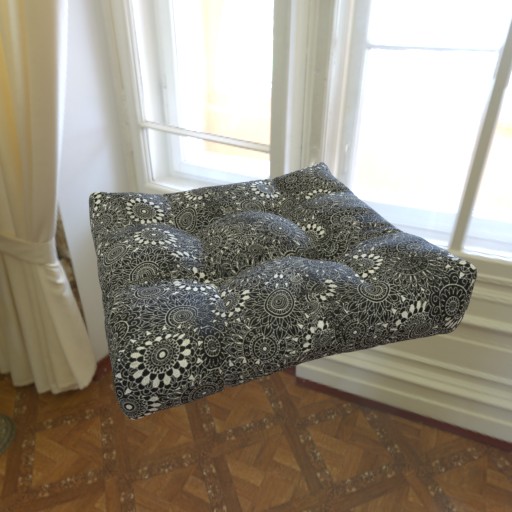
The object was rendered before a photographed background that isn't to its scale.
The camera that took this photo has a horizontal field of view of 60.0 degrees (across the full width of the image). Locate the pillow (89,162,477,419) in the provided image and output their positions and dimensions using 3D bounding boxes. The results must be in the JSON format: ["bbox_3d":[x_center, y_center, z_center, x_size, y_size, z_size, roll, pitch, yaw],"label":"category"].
[{"bbox_3d":[0.000,0.000,0.718,0.490,0.128,0.468,-11,33,-17],"label":"pillow"}]
